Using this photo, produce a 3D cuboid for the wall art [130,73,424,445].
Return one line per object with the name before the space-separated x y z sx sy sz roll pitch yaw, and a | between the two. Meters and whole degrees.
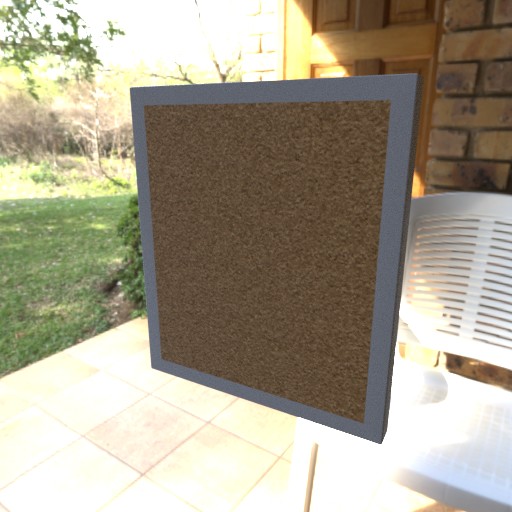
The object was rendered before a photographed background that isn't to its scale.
wall art | 0.000 0.000 0.520 0.331 0.381 0.028 9 19 27
